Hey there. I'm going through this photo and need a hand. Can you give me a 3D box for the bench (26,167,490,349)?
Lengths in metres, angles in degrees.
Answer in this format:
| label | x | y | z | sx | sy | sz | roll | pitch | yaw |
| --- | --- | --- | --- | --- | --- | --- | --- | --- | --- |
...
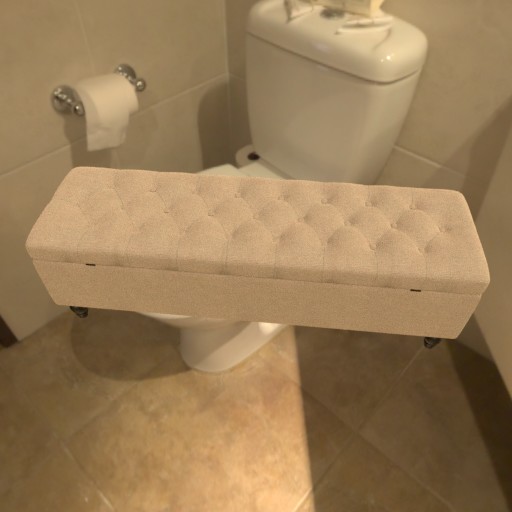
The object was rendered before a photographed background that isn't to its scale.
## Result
| label | x | y | z | sx | sy | sz | roll | pitch | yaw |
| --- | --- | --- | --- | --- | --- | --- | --- | --- | --- |
| bench | 0.000 | 0.000 | 1.677 | 1.480 | 0.467 | 0.455 | 4 | 47 | 4 |
